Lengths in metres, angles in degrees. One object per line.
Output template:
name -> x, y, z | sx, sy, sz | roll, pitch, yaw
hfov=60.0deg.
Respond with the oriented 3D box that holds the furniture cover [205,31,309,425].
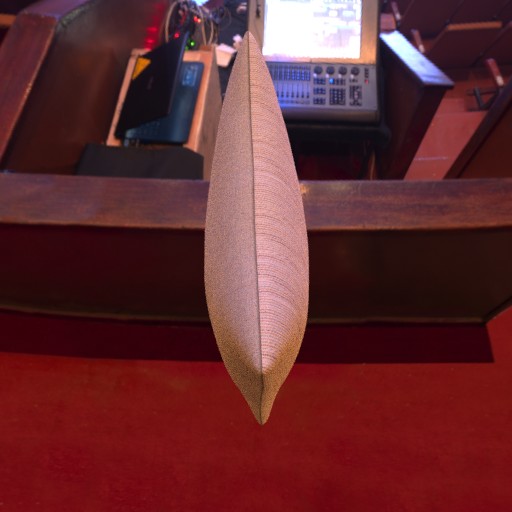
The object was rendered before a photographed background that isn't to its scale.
furniture cover -> 0.000, 0.000, 0.773 | 0.178, 0.506, 0.512 | -2, 64, -1
